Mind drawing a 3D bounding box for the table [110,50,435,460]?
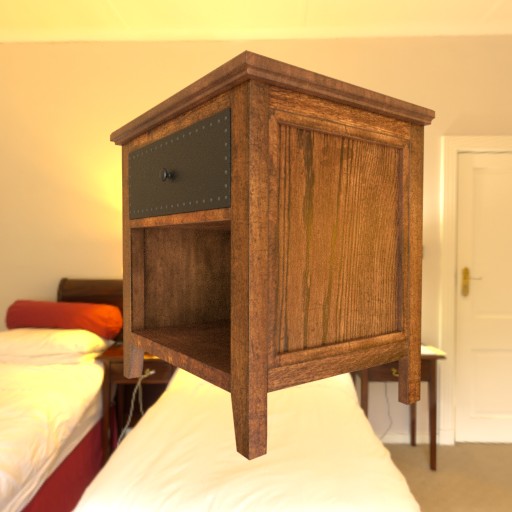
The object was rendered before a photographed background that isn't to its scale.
[{"bbox_3d":[0.000,0.000,0.995,0.461,0.597,0.586,-1,2,-36],"label":"table"}]
